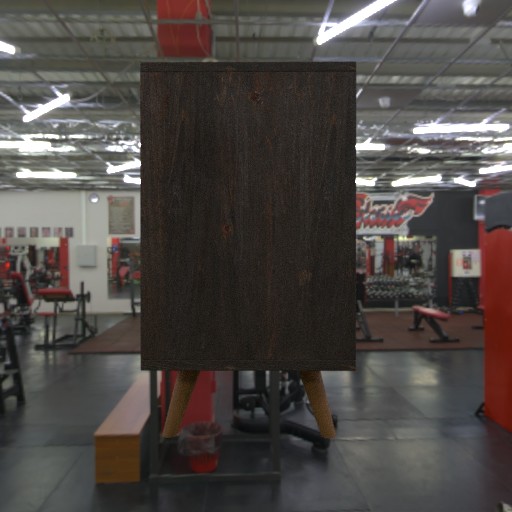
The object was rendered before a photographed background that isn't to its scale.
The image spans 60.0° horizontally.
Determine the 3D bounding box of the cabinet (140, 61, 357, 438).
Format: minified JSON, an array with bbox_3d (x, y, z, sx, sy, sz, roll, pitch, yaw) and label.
[{"bbox_3d":[0.000,0.000,1.528,0.529,0.897,1.023,0,0,0],"label":"cabinet"}]
